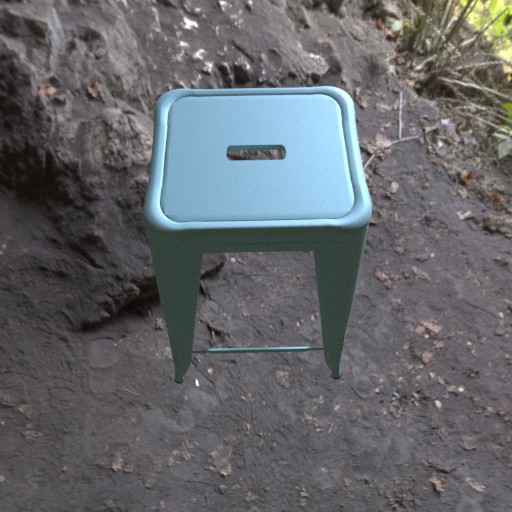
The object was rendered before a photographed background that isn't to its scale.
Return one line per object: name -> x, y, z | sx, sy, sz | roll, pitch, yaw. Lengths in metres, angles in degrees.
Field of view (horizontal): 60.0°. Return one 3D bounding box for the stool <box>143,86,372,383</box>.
stool -> 0.000, 0.000, 0.869 | 0.399, 0.609, 0.359 | -2, 62, -1
